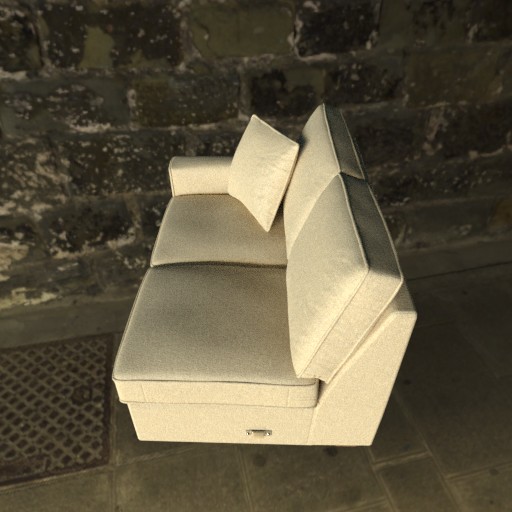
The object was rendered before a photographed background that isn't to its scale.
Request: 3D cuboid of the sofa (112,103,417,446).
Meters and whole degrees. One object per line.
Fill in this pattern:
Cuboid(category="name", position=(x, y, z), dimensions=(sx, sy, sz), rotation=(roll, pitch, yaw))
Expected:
Cuboid(category="sofa", position=(0.000, 0.000, 2.029), dimensions=(0.991, 0.989, 1.388), rotation=(1, 39, 1))
